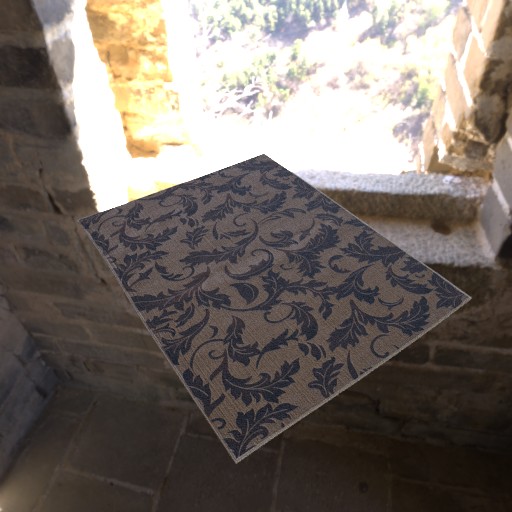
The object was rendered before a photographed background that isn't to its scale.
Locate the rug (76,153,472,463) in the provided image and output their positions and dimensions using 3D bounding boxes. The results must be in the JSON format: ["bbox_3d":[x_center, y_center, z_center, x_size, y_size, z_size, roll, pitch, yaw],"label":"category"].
[{"bbox_3d":[0.000,0.000,4.108,2.380,0.008,2.977,-26,48,-25],"label":"rug"}]
